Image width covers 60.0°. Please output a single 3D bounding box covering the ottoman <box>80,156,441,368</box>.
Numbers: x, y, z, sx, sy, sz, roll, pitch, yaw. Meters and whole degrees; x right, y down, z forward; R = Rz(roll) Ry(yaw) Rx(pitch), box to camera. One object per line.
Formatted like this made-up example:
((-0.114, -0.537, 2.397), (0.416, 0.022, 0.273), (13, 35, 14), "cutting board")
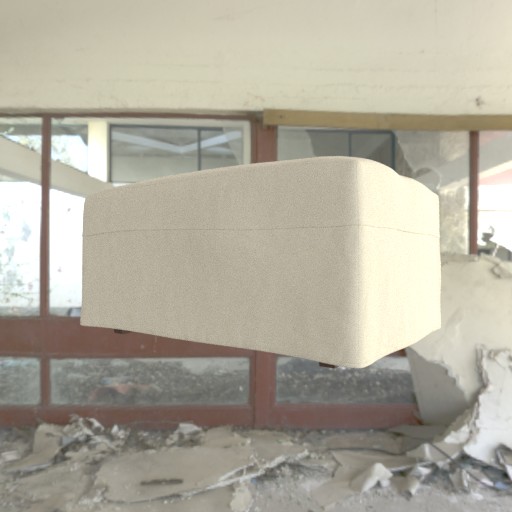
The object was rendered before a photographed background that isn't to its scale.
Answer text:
((0.000, 0.000, 1.249), (0.872, 0.444, 0.590), (0, 0, 36), "ottoman")
